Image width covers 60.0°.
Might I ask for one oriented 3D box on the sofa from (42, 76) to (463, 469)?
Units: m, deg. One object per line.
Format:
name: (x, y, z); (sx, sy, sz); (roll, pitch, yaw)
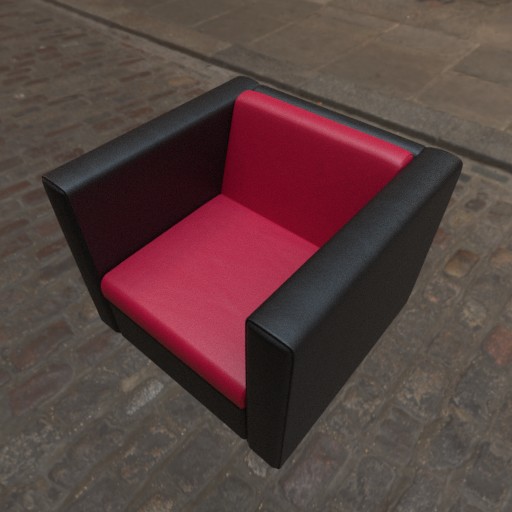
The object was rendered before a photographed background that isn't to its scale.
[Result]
sofa: (0.000, 0.000, 1.433); (0.839, 0.724, 0.809); (31, 54, 26)
